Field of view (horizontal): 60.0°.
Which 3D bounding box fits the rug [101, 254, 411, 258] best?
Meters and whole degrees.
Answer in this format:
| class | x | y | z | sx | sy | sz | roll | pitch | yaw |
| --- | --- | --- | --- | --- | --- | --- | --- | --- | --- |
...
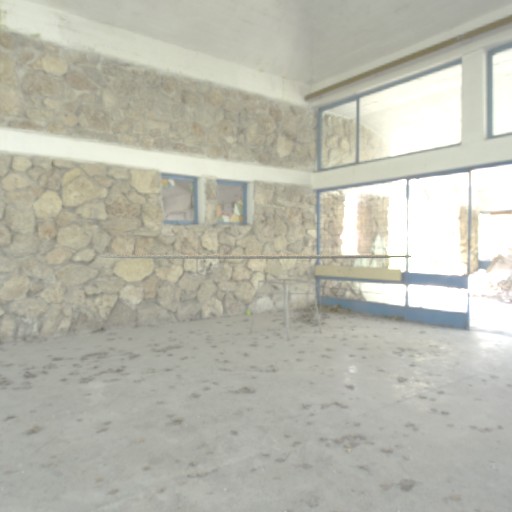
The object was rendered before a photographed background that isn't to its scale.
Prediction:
| class | x | y | z | sx | sy | sz | roll | pitch | yaw |
| --- | --- | --- | --- | --- | --- | --- | --- | --- | --- |
| rug | 0.000 | 0.000 | 3.597 | 2.382 | 0.014 | 2.382 | 0 | 0 | 0 |
